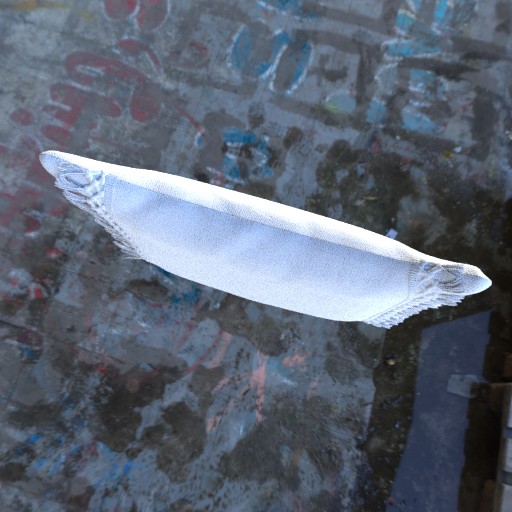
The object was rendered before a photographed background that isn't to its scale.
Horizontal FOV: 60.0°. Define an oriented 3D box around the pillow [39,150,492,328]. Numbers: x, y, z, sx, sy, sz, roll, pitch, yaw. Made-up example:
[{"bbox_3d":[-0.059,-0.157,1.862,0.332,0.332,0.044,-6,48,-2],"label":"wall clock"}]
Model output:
[{"bbox_3d":[0.000,0.000,0.574,0.466,0.305,0.084,16,75,4],"label":"pillow"}]
